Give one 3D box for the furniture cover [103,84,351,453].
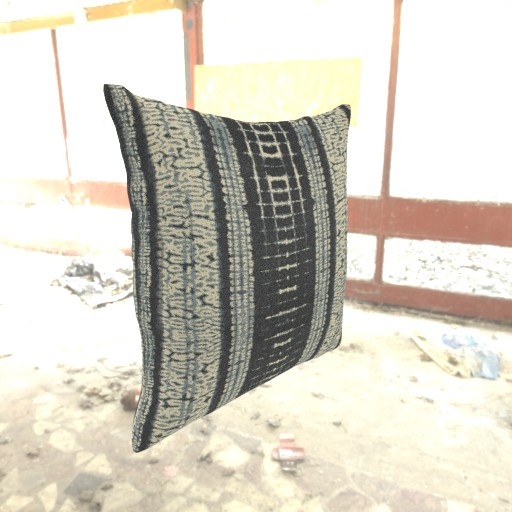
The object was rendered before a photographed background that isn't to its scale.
[{"bbox_3d":[0.000,0.000,0.638,0.425,0.435,0.133,-14,21,-42],"label":"furniture cover"}]
